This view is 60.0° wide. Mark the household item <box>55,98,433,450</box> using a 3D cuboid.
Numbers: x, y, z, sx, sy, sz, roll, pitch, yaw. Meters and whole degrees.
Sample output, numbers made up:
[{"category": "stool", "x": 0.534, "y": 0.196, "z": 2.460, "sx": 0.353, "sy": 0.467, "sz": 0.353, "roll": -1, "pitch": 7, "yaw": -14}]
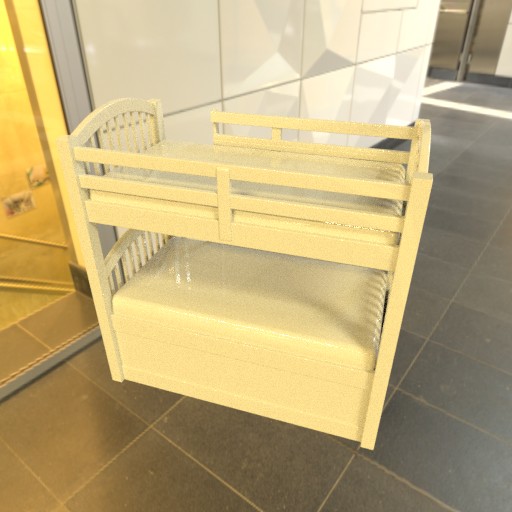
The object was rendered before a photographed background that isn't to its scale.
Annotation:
[{"category": "household item", "x": 0.000, "y": 0.000, "z": 3.192, "sx": 2.032, "sy": 2.032, "sz": 1.143, "roll": 10, "pitch": 33, "yaw": 15}]
